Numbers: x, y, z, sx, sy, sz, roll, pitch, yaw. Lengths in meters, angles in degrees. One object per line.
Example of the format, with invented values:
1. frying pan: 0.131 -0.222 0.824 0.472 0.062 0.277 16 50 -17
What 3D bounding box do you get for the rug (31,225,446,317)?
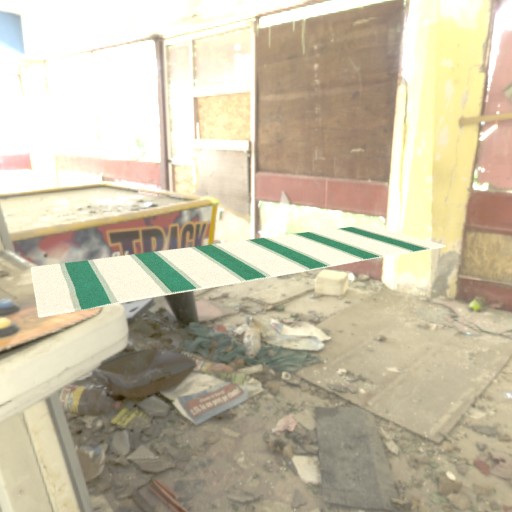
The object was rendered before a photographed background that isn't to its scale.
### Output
1. rug: 0.000 0.000 2.700 2.438 0.012 0.768 -8 18 -27
